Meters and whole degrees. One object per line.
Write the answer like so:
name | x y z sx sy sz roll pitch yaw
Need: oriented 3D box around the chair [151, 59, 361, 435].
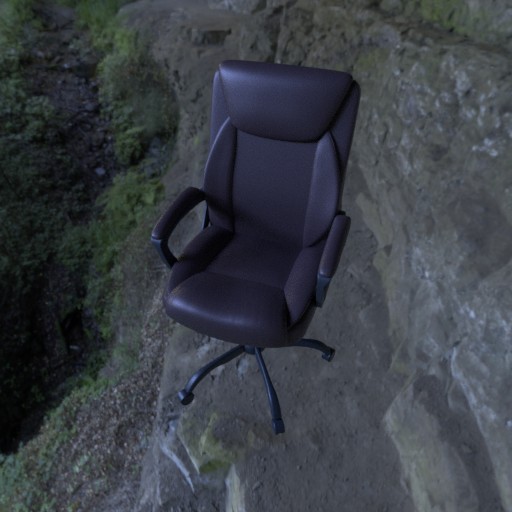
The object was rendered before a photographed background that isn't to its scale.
chair | 0.000 0.000 1.480 0.615 1.072 0.655 13 42 14
